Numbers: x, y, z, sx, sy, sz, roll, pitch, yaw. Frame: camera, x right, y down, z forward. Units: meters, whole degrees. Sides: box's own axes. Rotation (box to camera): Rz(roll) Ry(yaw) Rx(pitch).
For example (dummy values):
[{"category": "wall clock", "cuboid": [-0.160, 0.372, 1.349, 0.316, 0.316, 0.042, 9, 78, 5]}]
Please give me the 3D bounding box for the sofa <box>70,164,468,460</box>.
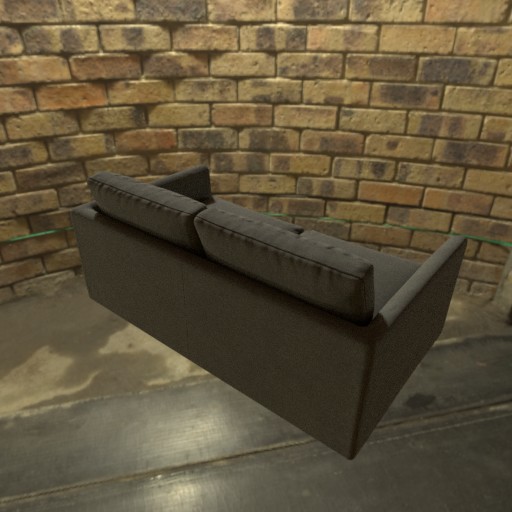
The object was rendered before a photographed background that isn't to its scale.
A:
[{"category": "sofa", "cuboid": [0.000, 0.000, 2.496, 1.909, 0.845, 1.091, 22, 36, 33]}]
